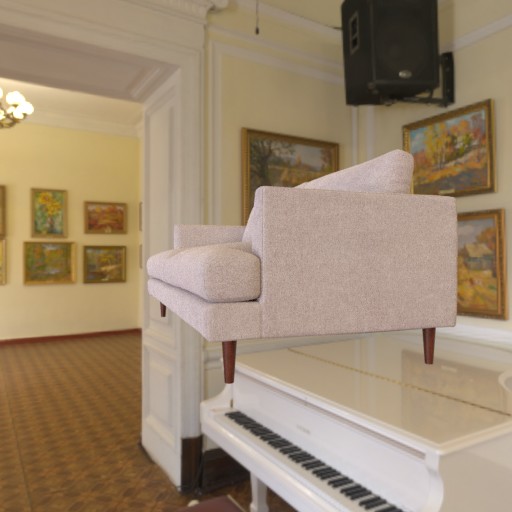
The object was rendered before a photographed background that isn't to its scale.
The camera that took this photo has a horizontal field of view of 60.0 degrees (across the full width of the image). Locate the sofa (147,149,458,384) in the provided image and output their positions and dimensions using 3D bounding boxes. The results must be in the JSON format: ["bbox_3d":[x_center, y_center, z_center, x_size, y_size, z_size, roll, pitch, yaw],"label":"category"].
[{"bbox_3d":[0.000,0.000,2.474,1.020,0.868,1.948,0,0,-19],"label":"sofa"}]
